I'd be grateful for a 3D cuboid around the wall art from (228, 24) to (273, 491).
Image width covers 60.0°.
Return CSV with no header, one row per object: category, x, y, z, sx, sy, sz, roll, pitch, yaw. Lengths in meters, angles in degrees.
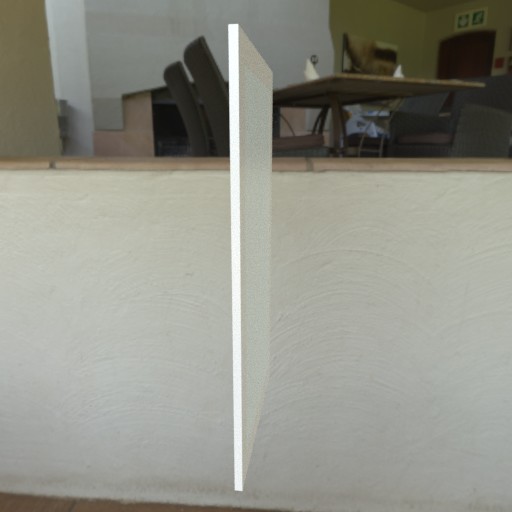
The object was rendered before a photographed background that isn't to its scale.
wall art,0.000,0.000,0.810,0.013,0.683,0.380,2,14,8
